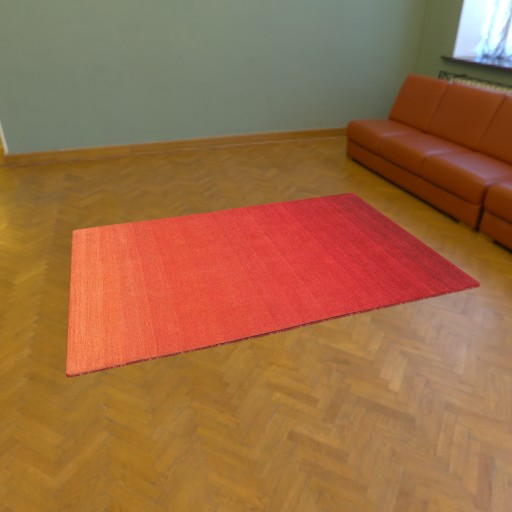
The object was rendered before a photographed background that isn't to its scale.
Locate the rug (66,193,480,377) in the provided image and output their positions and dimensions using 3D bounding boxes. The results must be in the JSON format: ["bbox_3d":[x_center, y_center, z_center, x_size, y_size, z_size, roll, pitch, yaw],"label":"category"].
[{"bbox_3d":[0.000,0.000,2.323,1.835,0.018,1.230,-10,31,-16],"label":"rug"}]
